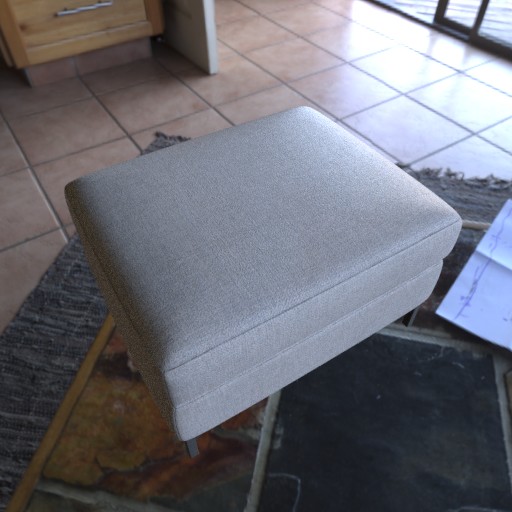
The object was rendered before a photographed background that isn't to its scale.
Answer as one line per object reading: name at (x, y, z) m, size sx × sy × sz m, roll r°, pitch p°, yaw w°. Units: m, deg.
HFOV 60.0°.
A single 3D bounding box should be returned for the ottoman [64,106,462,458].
ottoman at (0.000, 0.000, 1.242) m, size 0.820 × 0.490 × 0.671 m, roll -24°, pitch 52°, yaw -21°
